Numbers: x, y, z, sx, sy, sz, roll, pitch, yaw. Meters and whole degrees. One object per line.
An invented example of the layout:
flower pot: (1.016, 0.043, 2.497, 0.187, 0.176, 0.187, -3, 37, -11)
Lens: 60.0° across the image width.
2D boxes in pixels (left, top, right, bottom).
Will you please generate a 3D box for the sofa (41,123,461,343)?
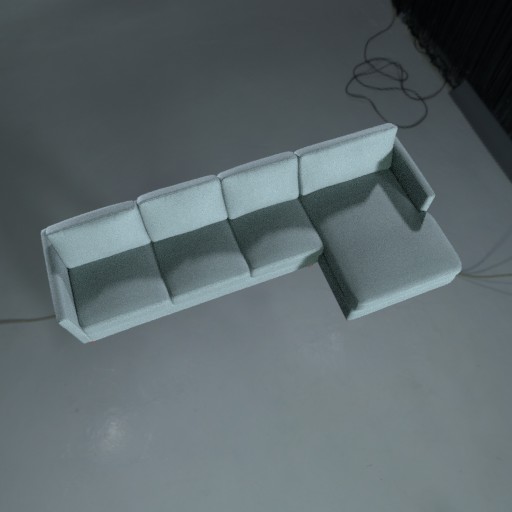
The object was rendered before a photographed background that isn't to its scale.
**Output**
sofa: (0.000, 0.000, 4.042, 3.471, 0.950, 1.604, -19, 65, -9)
